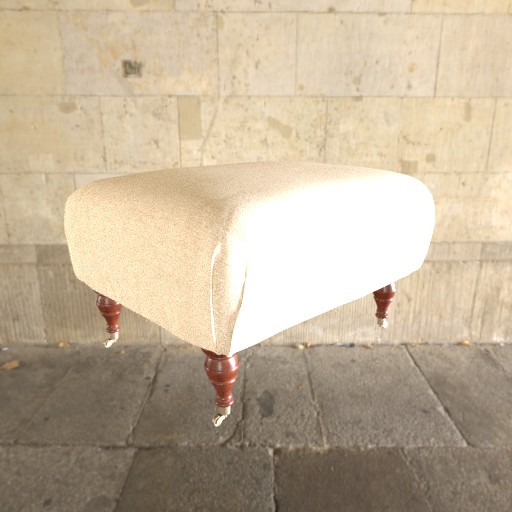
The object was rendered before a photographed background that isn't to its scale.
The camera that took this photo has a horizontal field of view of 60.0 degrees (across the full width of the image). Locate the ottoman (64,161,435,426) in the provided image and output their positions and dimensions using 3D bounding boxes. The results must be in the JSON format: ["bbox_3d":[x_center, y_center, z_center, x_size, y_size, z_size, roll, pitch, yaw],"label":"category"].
[{"bbox_3d":[0.000,0.000,1.117,0.747,0.450,0.622,-15,22,-42],"label":"ottoman"}]
